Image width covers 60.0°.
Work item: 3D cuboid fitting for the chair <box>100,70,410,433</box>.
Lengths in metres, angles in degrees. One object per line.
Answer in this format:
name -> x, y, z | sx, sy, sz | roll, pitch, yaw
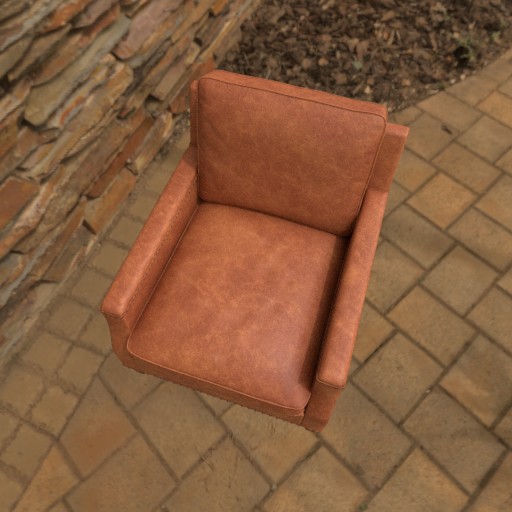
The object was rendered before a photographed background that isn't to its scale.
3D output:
chair -> 0.000, 0.000, 1.703 | 0.853, 0.943, 1.014 | 16, 60, 9
